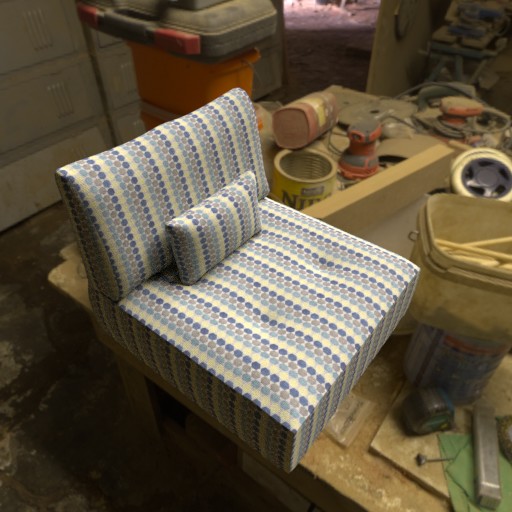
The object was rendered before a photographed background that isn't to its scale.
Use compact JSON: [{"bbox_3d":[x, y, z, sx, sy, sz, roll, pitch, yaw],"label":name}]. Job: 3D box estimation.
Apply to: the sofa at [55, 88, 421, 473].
[{"bbox_3d":[0.000,0.000,1.695,1.000,0.830,0.930,28,48,28],"label":"sofa"}]
